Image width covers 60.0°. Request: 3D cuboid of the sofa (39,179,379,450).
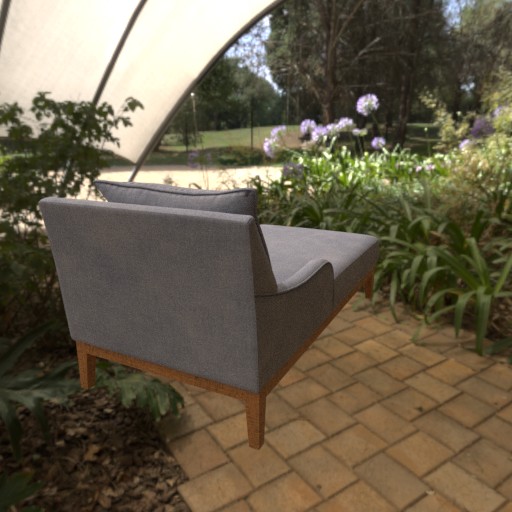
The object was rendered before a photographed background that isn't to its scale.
[{"bbox_3d":[0.000,0.000,2.282,0.904,0.883,1.779,8,17,26],"label":"sofa"}]
